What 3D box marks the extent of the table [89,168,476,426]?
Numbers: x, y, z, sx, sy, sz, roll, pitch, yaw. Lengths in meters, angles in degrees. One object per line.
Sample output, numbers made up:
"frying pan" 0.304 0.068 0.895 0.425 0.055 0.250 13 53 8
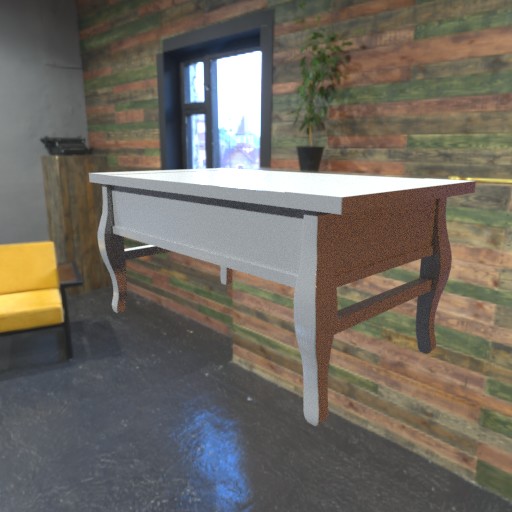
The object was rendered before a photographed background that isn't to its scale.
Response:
"table" 0.000 0.000 1.400 0.600 0.495 1.062 -12 18 -42
